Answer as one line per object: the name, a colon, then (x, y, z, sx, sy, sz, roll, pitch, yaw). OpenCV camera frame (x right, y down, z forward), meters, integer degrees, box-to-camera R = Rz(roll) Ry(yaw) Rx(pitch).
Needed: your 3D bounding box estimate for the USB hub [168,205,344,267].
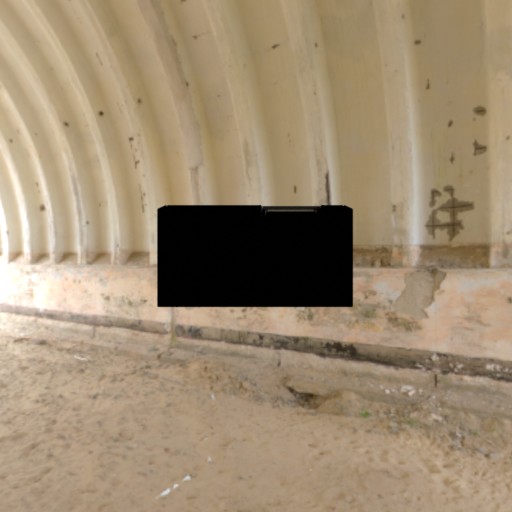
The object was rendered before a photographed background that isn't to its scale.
USB hub: (0.000, 0.000, 0.128, 0.044, 0.023, 0.110, 0, 0, 0)
